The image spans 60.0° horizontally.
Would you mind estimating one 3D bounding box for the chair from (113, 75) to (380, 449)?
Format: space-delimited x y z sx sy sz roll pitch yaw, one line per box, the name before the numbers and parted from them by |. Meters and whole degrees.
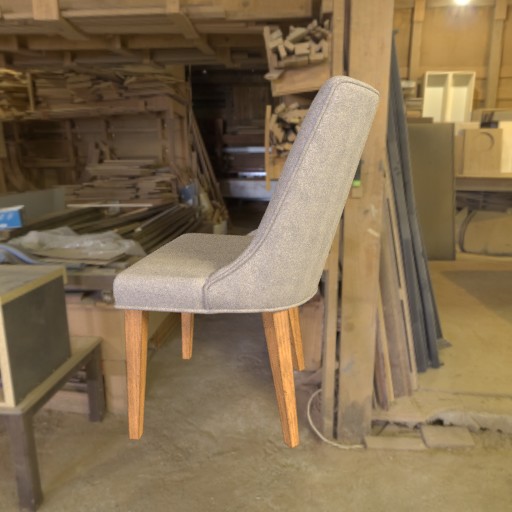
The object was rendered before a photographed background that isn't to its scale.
chair | 0.000 0.000 1.285 0.636 0.916 0.548 2 14 8
